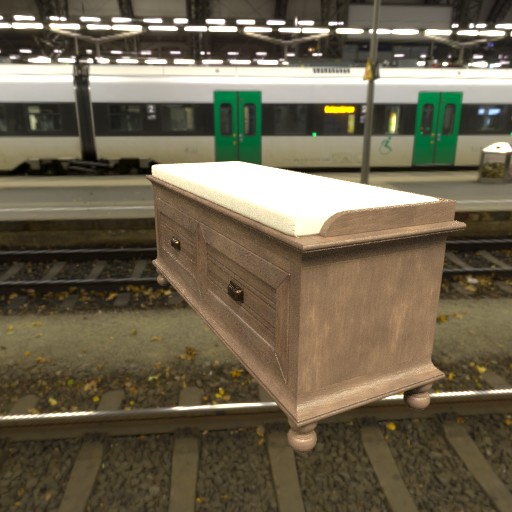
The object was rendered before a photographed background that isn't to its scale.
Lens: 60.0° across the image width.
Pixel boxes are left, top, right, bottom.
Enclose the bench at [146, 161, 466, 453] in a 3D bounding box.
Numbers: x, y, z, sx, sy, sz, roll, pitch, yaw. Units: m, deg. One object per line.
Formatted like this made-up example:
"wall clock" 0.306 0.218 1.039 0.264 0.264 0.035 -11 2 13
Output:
"bench" 0.000 0.000 1.411 0.402 0.501 1.185 -8 19 -25
